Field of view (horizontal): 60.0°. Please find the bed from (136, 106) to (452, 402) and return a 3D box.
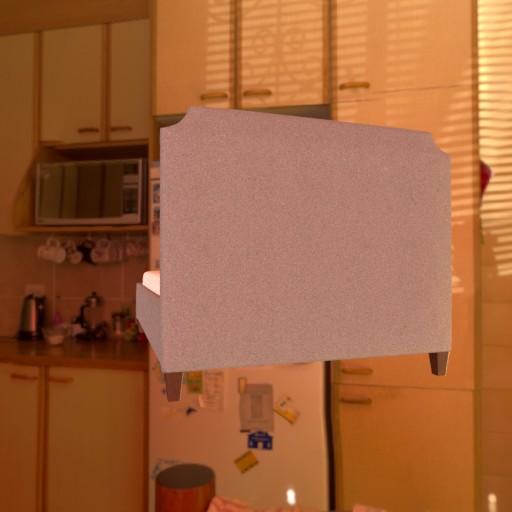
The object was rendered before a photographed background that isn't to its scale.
[{"bbox_3d":[0.000,0.000,3.461,1.712,1.443,2.372,0,-1,-18],"label":"bed"}]
